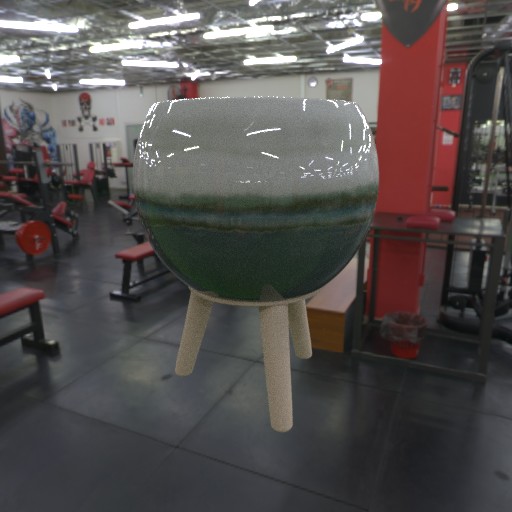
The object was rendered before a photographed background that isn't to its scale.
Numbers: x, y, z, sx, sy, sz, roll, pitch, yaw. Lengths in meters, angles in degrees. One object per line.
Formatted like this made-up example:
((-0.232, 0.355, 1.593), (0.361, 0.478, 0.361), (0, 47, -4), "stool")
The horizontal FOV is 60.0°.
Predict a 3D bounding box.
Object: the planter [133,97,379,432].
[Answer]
((0.000, 0.000, 0.432), (0.222, 0.278, 0.222), (0, 15, 0), "planter")
